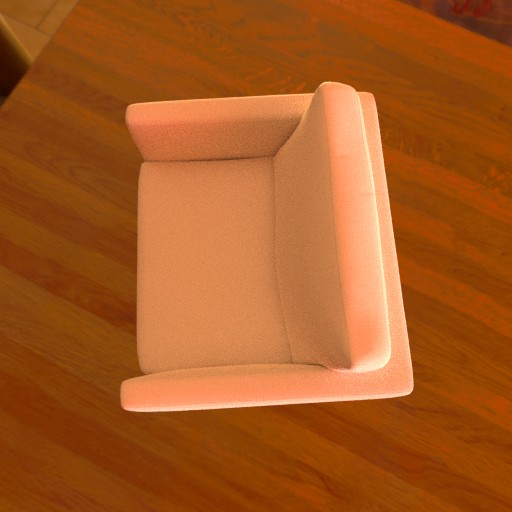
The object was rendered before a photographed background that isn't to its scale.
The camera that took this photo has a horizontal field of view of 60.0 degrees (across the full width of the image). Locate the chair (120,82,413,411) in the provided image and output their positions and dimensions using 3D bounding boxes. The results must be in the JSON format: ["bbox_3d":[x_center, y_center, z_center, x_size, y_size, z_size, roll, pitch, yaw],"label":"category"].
[{"bbox_3d":[0.000,0.000,1.625,0.878,0.885,1.019,-3,76,-1],"label":"chair"}]
